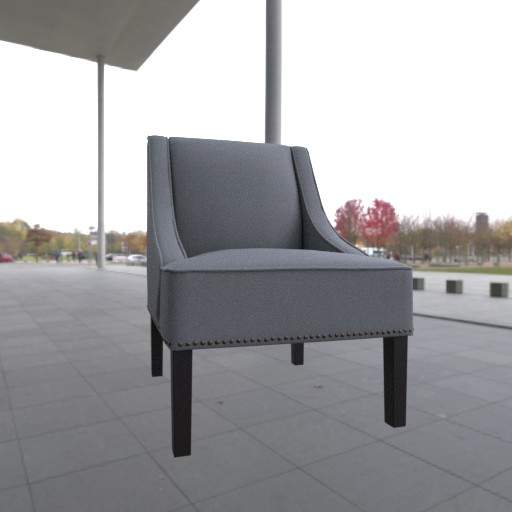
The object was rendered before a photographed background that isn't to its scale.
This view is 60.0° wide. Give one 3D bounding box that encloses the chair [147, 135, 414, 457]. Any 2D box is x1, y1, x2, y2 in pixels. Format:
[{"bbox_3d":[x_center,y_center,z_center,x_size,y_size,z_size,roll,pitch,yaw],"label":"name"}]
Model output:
[{"bbox_3d":[0.000,0.000,1.365,0.631,0.867,0.747,0,0,-17],"label":"chair"}]
